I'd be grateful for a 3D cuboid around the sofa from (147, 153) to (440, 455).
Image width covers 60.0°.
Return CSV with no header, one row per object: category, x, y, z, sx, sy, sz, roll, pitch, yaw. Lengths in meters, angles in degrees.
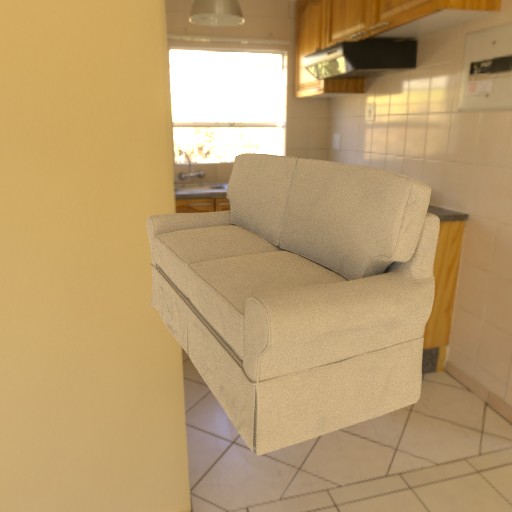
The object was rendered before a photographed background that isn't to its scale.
sofa,0.000,0.000,2.382,0.841,1.024,1.823,-8,18,-25
